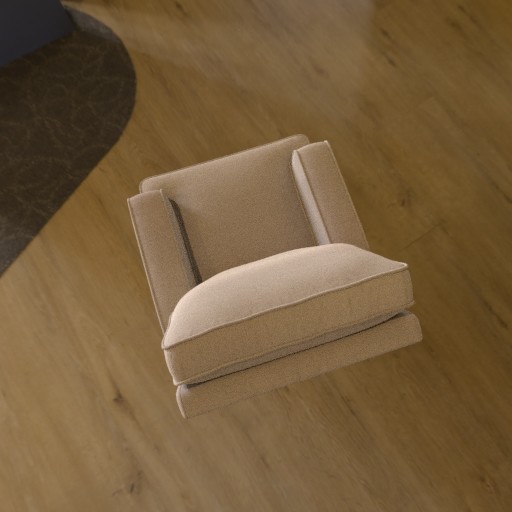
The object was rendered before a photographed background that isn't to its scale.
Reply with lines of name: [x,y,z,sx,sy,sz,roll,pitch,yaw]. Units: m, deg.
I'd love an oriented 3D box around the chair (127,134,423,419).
chair: [0.000,0.000,1.743,0.861,0.964,0.969,-17,76,-4]
